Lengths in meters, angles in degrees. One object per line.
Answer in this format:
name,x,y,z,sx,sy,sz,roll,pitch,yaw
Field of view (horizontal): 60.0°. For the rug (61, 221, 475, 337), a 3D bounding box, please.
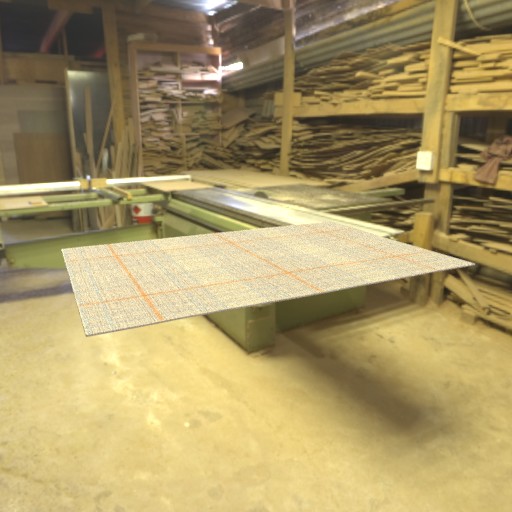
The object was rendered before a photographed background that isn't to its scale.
rug,0.000,0.000,2.341,1.825,0.015,1.232,-8,17,-25
